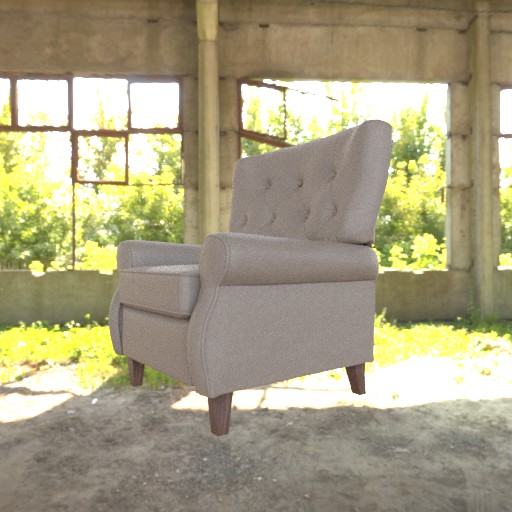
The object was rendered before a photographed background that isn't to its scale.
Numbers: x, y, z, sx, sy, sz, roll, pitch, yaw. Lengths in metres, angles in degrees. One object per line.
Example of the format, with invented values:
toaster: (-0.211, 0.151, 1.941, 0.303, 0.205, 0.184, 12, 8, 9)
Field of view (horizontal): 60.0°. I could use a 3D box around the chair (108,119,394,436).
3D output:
chair: (0.000, 0.000, 1.933, 1.041, 1.138, 0.999, 0, 0, -37)
